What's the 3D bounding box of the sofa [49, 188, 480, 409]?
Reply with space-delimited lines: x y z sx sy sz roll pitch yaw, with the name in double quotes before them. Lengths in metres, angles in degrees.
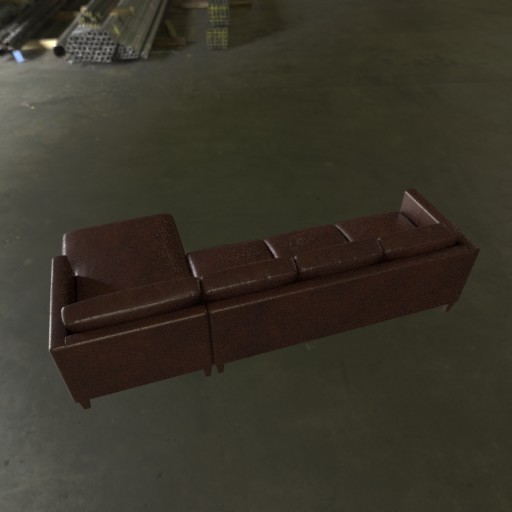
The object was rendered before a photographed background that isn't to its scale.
"sofa" 0.000 0.000 3.858 3.203 0.883 1.581 -12 42 -13
